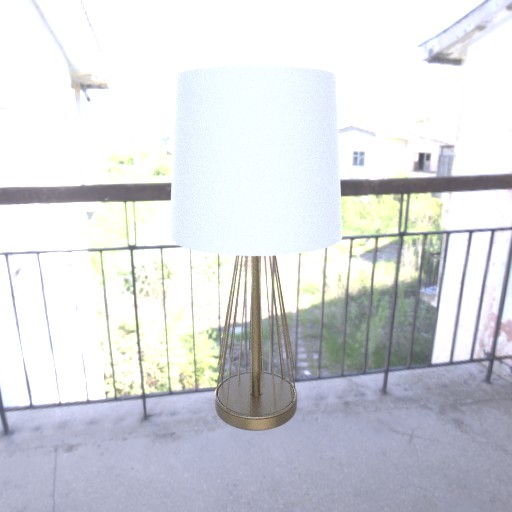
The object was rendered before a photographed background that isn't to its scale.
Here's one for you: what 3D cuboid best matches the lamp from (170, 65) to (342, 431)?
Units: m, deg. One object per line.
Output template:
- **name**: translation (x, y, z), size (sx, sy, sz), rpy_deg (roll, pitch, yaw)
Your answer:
- **lamp**: translation (0.000, 0.000, 0.804), size (0.303, 0.618, 0.303), rpy_deg (0, 15, 0)
